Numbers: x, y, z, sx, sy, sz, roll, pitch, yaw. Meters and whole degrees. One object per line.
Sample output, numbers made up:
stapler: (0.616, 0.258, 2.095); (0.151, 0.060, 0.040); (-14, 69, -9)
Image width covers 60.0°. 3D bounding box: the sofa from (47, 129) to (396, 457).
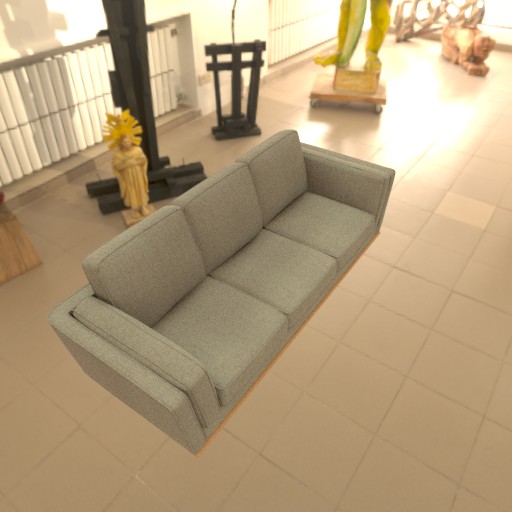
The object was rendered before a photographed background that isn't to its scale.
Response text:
sofa: (0.000, 0.000, 2.823); (0.903, 0.899, 2.362); (24, 46, 26)
